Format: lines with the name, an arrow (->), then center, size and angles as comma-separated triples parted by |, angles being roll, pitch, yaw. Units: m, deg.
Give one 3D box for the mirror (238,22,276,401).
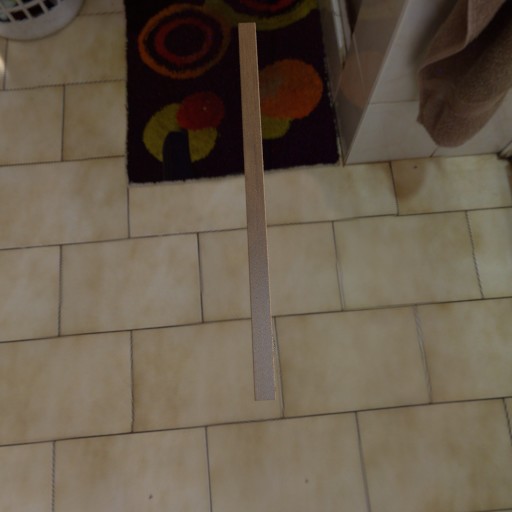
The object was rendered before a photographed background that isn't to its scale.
mirror -> 0.000, 0.000, 1.337 | 0.040, 1.016, 0.762 | -3, 76, -1
